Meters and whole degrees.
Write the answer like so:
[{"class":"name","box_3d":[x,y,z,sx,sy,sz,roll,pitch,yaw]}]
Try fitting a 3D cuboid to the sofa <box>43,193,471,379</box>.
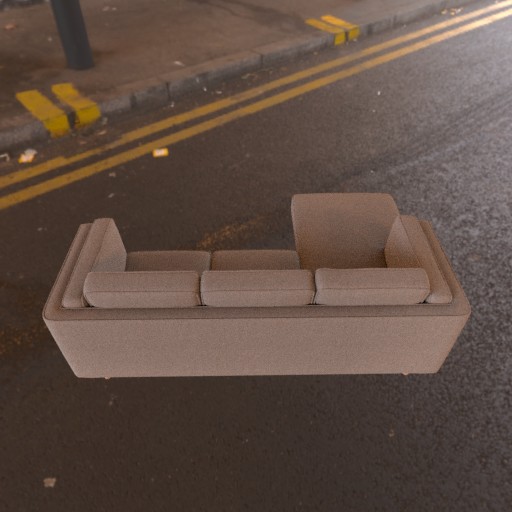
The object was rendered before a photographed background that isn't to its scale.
[{"class":"sofa","box_3d":[0.000,0.000,3.191,2.411,0.929,1.604,-1,43,-1]}]
